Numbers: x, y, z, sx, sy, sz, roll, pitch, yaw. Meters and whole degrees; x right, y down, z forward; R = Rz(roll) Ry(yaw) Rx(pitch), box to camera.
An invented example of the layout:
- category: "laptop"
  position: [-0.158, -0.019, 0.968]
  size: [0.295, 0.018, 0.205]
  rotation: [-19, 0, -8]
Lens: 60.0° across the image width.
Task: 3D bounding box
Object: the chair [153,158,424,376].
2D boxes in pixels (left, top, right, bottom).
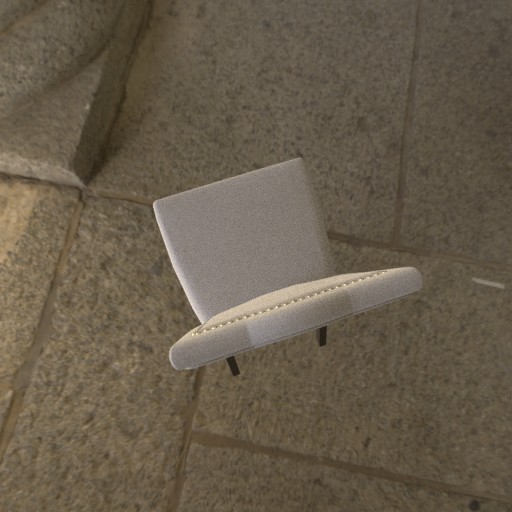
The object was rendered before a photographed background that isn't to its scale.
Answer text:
- category: "chair"
  position: [0.000, 0.000, 1.309]
  size: [0.518, 0.946, 0.589]
  rotation: [-18, 75, -5]
